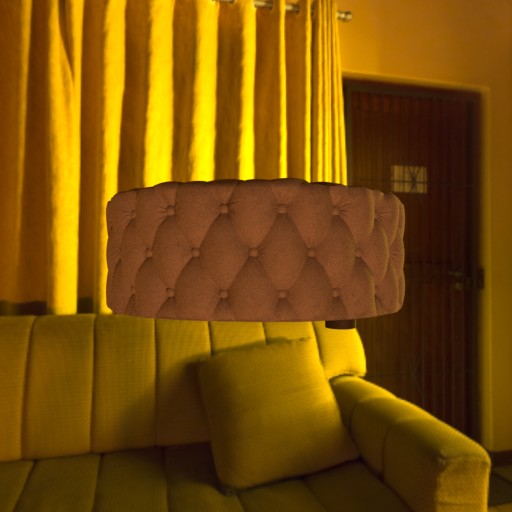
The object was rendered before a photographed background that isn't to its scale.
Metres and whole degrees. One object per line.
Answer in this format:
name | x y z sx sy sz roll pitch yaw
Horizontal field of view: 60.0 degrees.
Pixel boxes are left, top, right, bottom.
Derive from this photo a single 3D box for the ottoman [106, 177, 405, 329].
ottoman | 0.000 0.000 1.544 0.998 0.399 0.998 0 -1 0
